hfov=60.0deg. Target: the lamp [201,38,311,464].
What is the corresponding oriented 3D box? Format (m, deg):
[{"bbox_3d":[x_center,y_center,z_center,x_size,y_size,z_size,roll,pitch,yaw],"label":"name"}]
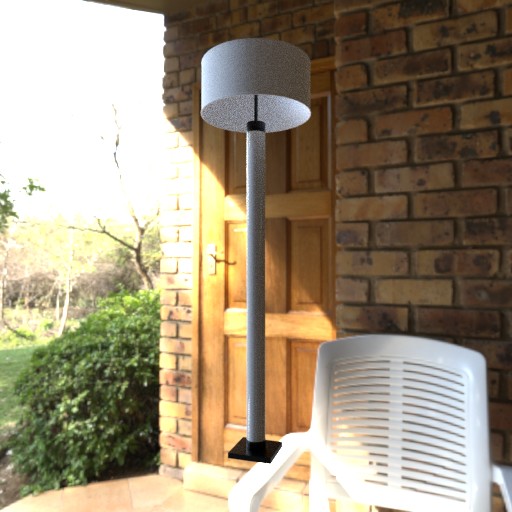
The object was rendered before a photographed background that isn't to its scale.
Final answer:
[{"bbox_3d":[0.000,0.000,1.679,0.420,1.475,0.420,-1,-2,18],"label":"lamp"}]
